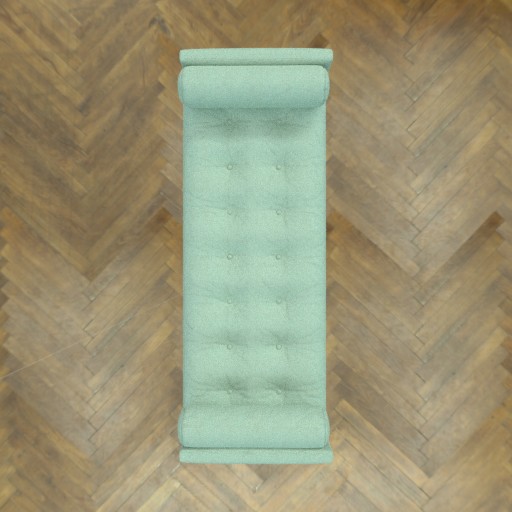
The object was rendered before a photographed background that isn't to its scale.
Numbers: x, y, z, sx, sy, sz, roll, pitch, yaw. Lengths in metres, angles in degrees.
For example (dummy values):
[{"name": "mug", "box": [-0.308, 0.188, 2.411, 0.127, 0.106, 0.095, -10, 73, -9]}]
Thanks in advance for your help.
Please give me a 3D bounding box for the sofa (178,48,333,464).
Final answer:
[{"name": "sofa", "box": [0.000, 0.000, 2.510, 0.796, 0.705, 2.102, 0, 90, 1]}]
